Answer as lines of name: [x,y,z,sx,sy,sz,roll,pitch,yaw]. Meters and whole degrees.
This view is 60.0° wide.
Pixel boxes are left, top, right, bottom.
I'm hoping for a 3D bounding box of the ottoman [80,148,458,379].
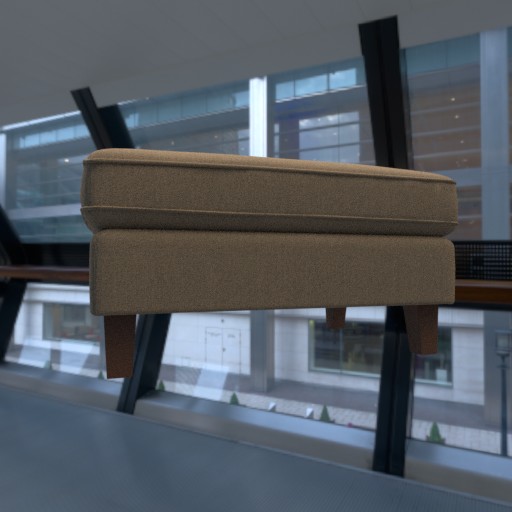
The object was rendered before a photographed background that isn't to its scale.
ottoman: [0.000,0.000,1.295,0.945,0.521,0.636,0,-1,-18]
